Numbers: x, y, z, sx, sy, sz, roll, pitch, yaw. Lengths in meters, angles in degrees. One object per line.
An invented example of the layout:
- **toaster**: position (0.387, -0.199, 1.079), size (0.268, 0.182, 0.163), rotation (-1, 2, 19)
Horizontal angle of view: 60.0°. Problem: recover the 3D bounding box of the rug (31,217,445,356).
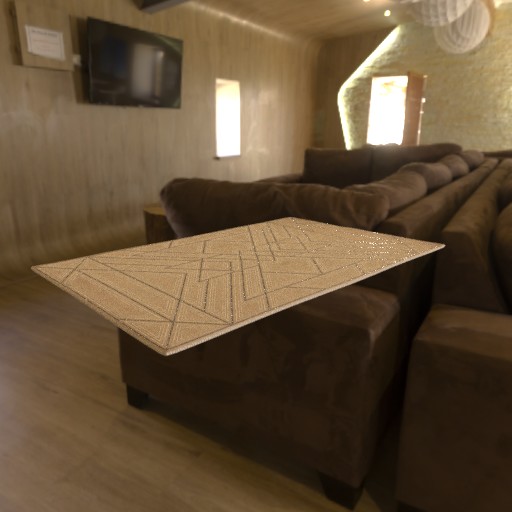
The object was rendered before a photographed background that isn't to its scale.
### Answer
- **rug**: position (0.000, 0.000, 3.069), size (2.459, 0.023, 1.575), rotation (-14, 21, -41)
